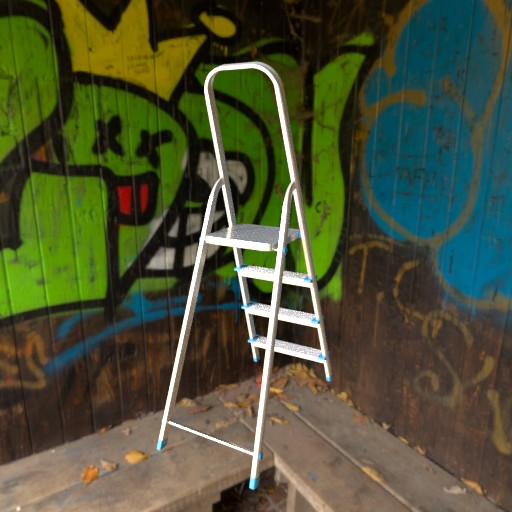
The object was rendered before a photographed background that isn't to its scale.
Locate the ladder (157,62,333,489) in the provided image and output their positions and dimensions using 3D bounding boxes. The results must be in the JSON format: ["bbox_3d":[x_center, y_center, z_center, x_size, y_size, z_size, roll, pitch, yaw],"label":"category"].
[{"bbox_3d":[0.000,0.000,1.815,0.445,1.434,0.842,8,17,27],"label":"ladder"}]
